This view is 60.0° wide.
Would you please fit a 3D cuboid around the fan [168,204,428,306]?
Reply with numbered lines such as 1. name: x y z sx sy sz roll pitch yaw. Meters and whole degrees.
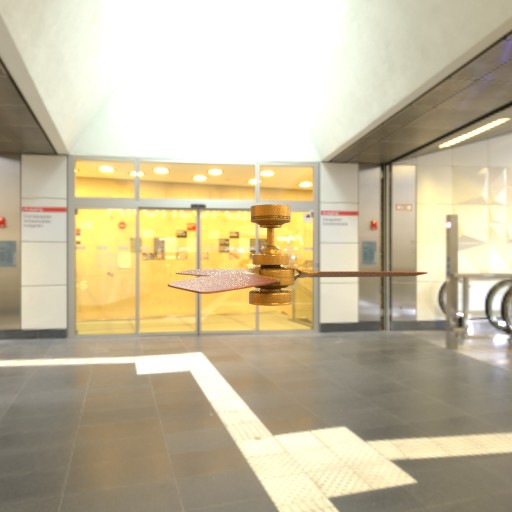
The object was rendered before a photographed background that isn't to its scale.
1. fan: 0.000 0.000 2.050 1.416 0.425 1.271 0 0 -37
